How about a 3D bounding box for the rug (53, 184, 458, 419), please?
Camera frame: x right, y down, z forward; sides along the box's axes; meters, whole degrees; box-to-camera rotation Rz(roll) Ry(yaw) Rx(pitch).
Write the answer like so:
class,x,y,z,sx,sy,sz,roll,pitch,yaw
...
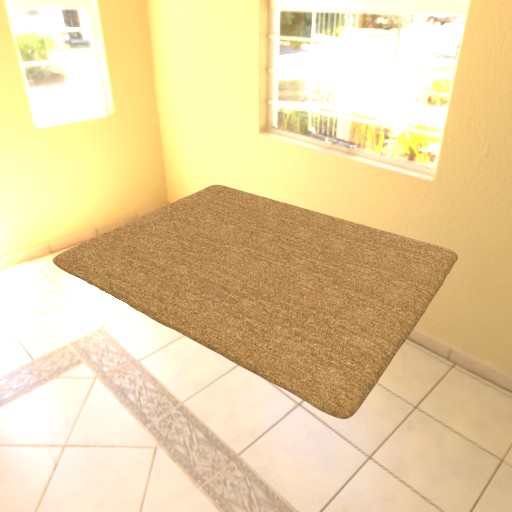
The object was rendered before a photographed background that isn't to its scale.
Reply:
class,x,y,z,sx,sy,sz,roll,pitch,yaw
rug,0.000,0.000,3.854,2.873,0.050,2.242,20,36,31
